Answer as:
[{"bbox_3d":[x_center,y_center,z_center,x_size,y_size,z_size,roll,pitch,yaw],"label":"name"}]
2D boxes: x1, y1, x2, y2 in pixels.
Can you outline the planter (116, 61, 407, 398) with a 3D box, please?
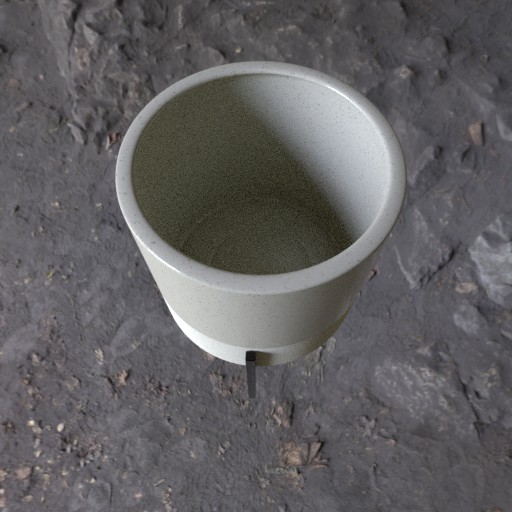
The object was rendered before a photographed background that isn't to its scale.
[{"bbox_3d":[0.000,0.000,0.335,0.159,0.230,0.152,32,67,15],"label":"planter"}]
